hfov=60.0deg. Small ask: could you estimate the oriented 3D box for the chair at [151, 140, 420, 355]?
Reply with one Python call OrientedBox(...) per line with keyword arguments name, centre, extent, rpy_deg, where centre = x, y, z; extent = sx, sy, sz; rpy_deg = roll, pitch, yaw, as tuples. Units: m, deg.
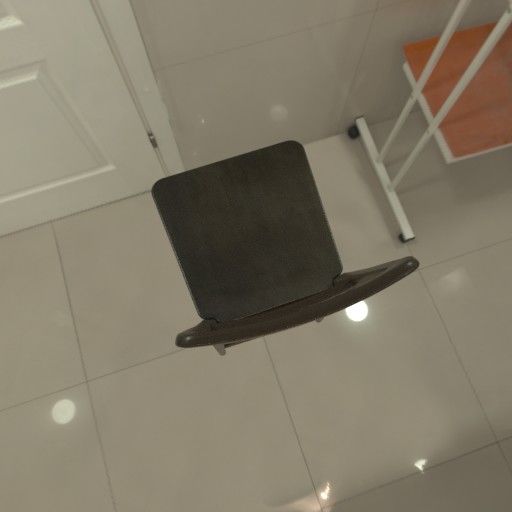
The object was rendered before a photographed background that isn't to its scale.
OrientedBox(name="chair", centre=(0.000, 0.000, 1.268), extent=(0.450, 0.991, 0.546), rpy_deg=(-18, 74, -5))
